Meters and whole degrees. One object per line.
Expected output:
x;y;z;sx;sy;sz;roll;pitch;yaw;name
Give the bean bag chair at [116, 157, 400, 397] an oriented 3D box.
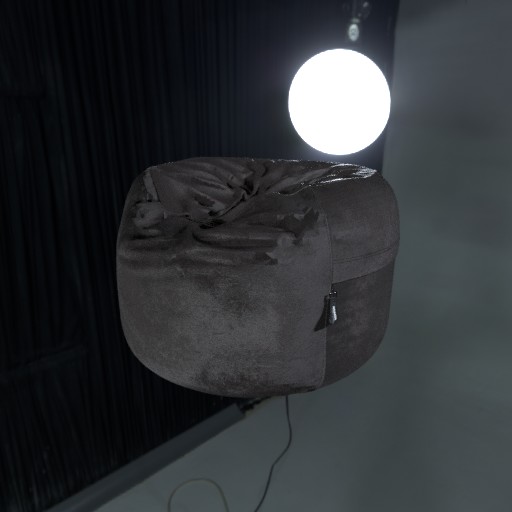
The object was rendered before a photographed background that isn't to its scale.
0.000;0.000;1.499;0.918;0.605;0.918;0;17;0;bean bag chair
